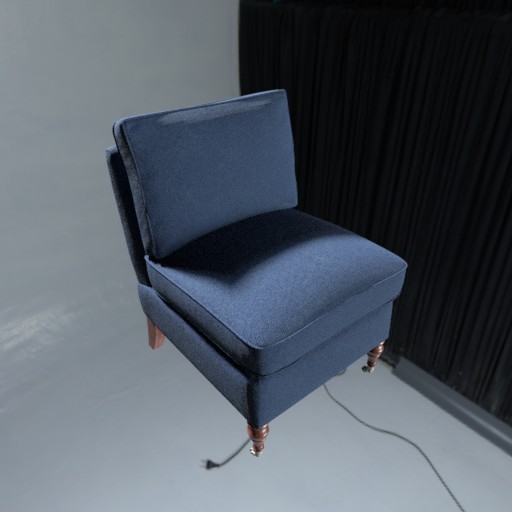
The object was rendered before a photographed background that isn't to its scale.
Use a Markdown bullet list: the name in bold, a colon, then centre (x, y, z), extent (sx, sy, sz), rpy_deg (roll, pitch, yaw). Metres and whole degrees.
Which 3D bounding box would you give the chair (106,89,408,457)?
- **chair**: centre (0.000, 0.000, 1.686), extent (0.724, 1.052, 0.912), rpy_deg (-23, 39, -33)
